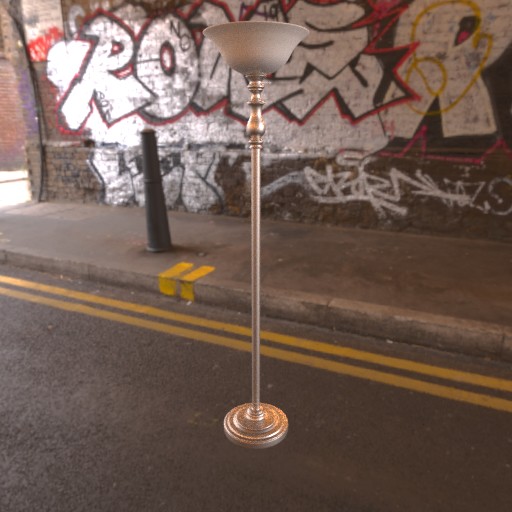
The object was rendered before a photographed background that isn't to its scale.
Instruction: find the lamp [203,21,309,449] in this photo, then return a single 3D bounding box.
[{"bbox_3d":[0.000,0.000,1.938,0.405,1.771,0.405,-8,17,-25],"label":"lamp"}]
